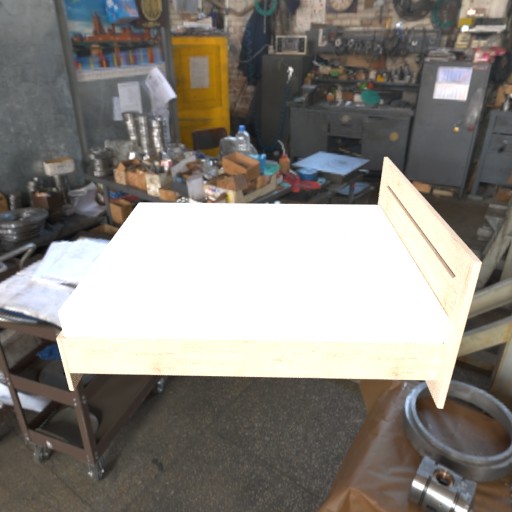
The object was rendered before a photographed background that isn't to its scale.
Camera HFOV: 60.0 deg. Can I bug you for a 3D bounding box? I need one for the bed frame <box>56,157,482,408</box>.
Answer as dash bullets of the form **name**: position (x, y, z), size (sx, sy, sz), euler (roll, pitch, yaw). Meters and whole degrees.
- **bed frame**: position (0.000, 0.000, 3.018), size (2.080, 0.900, 1.800), euler (1, 27, 1)
